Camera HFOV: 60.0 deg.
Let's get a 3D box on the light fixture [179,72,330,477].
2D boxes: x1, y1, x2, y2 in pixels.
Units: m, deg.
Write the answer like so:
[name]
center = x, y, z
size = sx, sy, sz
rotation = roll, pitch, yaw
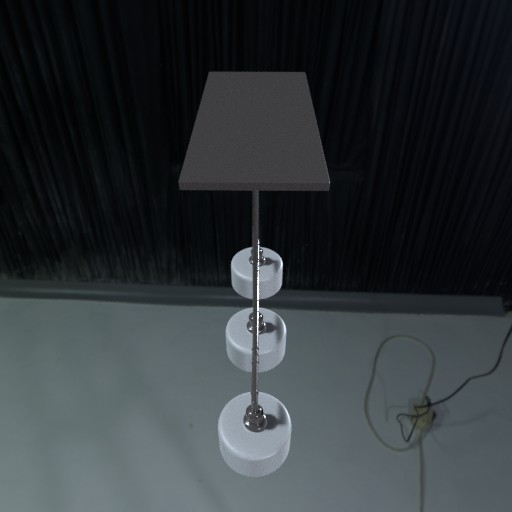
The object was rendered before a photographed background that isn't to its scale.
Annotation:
[light fixture]
center = 0.000, 0.000, 0.846
size = 0.177, 0.557, 0.582
rotation = 0, 40, 0
